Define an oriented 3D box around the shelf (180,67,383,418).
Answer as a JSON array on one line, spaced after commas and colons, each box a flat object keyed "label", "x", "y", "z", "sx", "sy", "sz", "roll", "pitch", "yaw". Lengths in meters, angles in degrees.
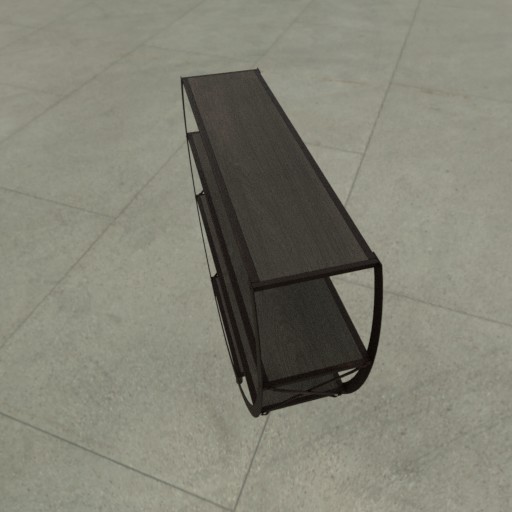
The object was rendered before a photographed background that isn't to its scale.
[{"label": "shelf", "x": 0.000, "y": 0.000, "z": 1.881, "sx": 0.344, "sy": 1.063, "sz": 1.403, "roll": -11, "pitch": 47, "yaw": -10}]
